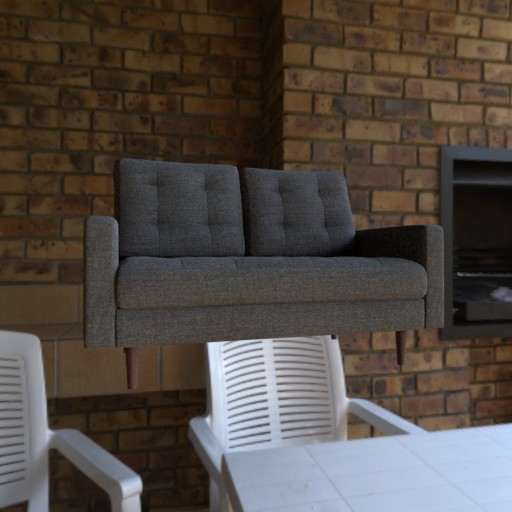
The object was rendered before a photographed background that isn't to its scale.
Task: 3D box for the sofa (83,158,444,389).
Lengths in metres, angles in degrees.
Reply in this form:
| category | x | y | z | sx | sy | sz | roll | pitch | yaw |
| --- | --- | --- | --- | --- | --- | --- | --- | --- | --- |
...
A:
| category | x | y | z | sx | sy | sz | roll | pitch | yaw |
| --- | --- | --- | --- | --- | --- | --- | --- | --- | --- |
| sofa | 0.000 | 0.000 | 1.986 | 1.407 | 0.907 | 0.842 | 0 | 0 | -18 |
